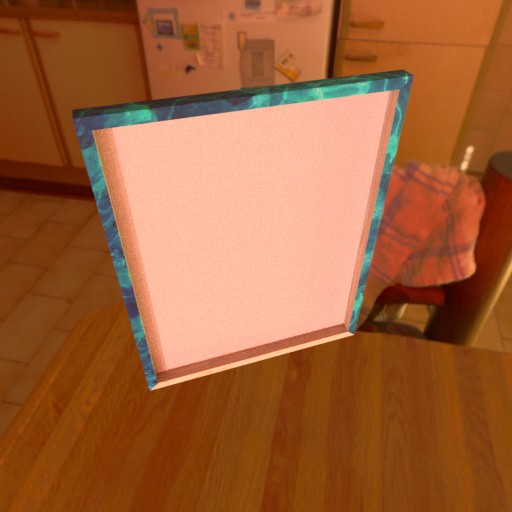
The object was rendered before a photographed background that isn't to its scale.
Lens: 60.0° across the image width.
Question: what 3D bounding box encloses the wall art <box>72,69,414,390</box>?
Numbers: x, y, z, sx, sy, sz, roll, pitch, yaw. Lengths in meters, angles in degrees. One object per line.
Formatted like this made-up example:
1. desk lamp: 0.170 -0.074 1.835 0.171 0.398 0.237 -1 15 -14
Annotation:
1. wall art: 0.000 0.000 1.020 0.609 0.760 0.038 -12 43 -14
